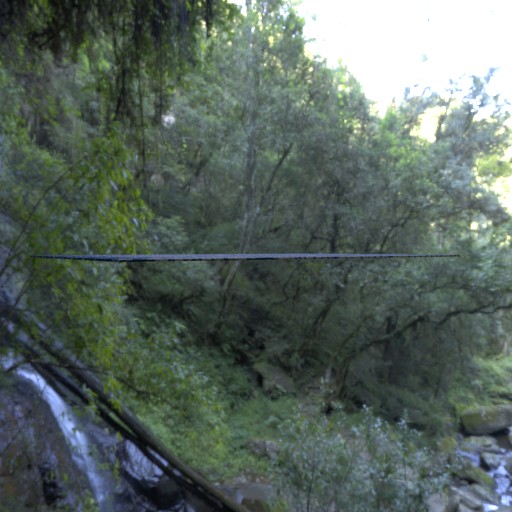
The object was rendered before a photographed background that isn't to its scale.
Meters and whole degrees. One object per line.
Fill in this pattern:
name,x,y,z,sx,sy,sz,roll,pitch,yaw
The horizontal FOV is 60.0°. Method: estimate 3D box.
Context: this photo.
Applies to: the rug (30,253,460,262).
rug,0.000,0.000,2.943,2.435,0.011,1.517,-1,1,-38
